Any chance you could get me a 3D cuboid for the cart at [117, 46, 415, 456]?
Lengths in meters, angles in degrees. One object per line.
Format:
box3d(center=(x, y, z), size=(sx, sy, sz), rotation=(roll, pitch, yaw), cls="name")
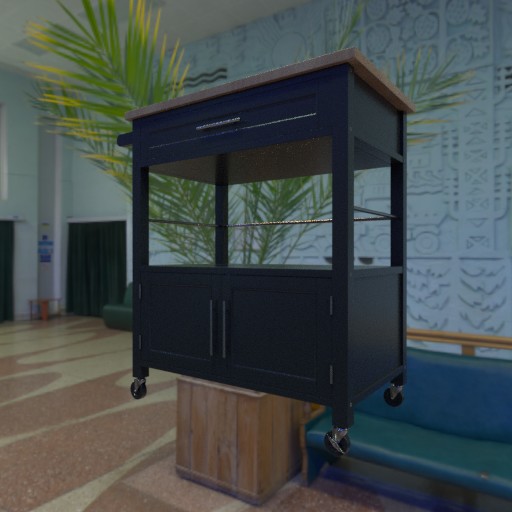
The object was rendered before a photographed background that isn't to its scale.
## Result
box3d(center=(0.000, 0.000, 1.377), size=(0.840, 0.901, 0.459), rotation=(0, 0, 35), cls="cart")
